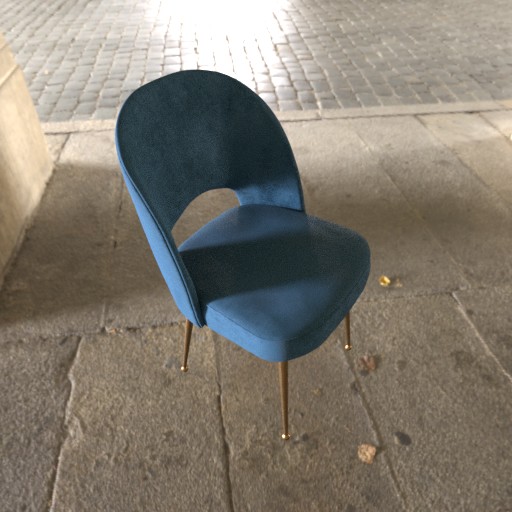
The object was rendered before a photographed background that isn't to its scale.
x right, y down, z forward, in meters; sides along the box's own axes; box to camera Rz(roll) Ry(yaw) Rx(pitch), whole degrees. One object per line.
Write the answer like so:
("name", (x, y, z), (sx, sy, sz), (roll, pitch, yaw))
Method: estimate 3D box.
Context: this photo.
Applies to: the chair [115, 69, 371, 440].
("chair", (0.000, 0.000, 1.230), (0.577, 0.860, 0.527), (25, 47, 26))
